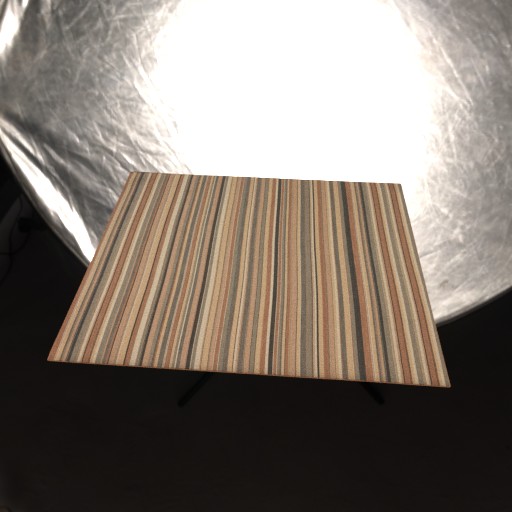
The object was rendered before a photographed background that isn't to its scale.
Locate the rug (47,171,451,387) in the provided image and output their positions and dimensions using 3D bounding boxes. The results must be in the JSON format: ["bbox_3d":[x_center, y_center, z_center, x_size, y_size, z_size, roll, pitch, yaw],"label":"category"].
[{"bbox_3d":[0.000,0.000,4.151,3.045,0.011,2.436,3,47,3],"label":"rug"}]
